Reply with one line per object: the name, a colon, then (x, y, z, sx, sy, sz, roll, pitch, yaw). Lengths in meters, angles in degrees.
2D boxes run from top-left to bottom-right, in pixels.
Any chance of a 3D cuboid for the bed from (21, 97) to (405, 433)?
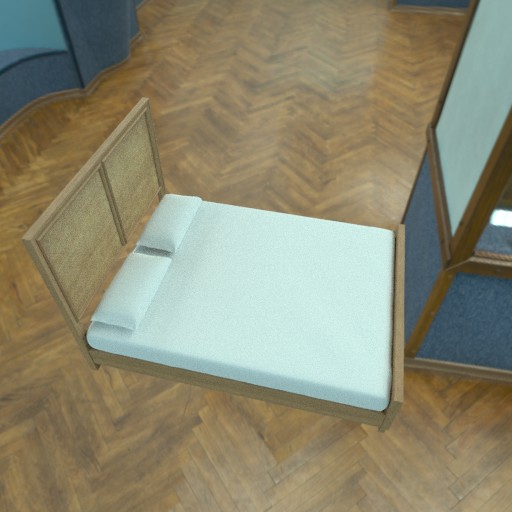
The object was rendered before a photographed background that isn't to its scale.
bed: (0.000, 0.000, 3.221, 2.184, 1.387, 1.606, 10, 47, 9)
